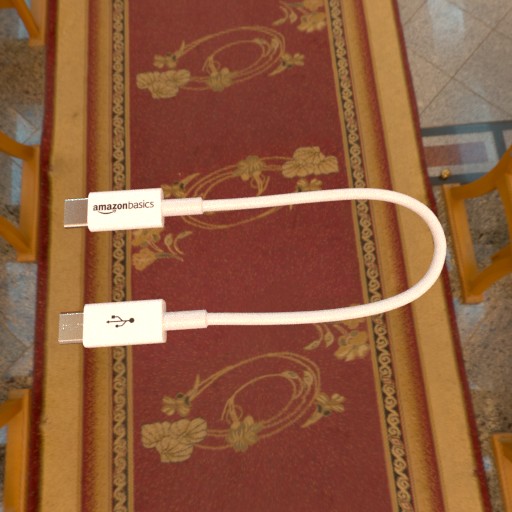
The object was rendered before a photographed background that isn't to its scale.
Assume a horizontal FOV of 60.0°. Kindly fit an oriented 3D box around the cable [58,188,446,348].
[{"bbox_3d":[0.000,0.000,0.114,0.098,0.006,0.040,-4,75,-1],"label":"cable"}]
